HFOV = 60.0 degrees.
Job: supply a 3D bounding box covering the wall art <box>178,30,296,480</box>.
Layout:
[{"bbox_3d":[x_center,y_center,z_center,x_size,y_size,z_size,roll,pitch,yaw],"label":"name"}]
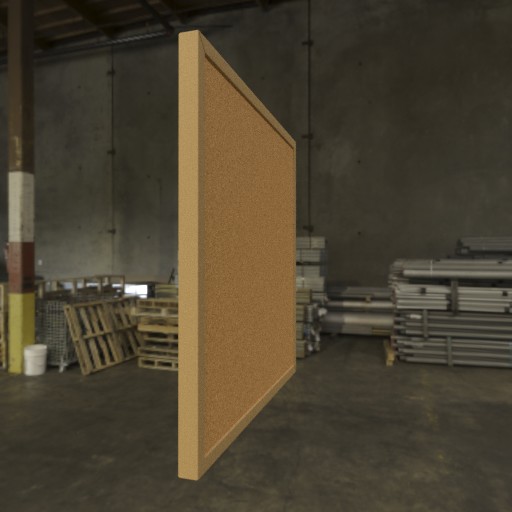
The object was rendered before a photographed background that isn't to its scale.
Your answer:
[{"bbox_3d":[0.000,0.000,1.115,0.037,0.761,0.761,0,0,18],"label":"wall art"}]
